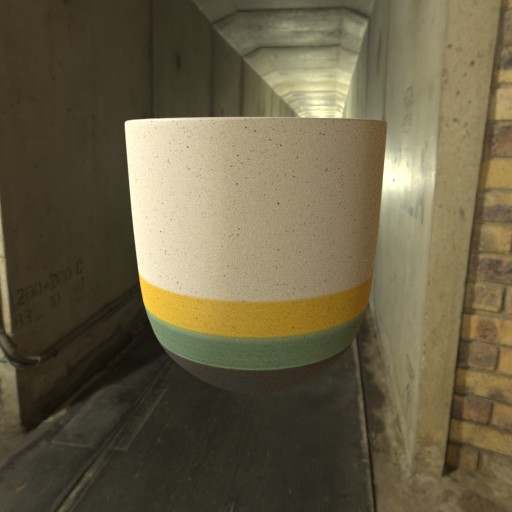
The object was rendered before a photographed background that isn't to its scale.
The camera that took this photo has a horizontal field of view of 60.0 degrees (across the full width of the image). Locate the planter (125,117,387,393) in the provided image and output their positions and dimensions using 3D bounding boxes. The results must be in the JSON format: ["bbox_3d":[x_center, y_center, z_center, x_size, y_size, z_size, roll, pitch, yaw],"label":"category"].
[{"bbox_3d":[0.000,0.000,0.370,0.195,0.214,0.195,0,15,0],"label":"planter"}]
